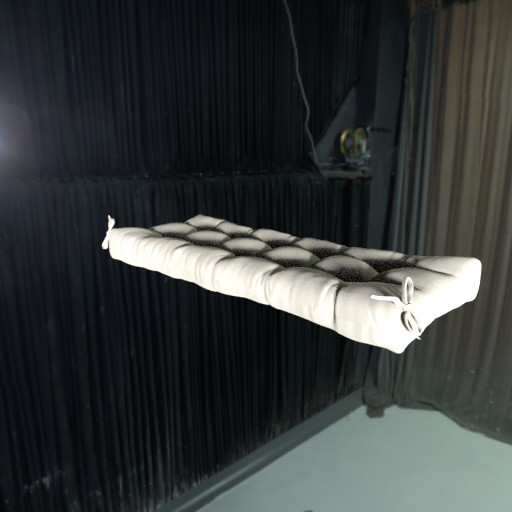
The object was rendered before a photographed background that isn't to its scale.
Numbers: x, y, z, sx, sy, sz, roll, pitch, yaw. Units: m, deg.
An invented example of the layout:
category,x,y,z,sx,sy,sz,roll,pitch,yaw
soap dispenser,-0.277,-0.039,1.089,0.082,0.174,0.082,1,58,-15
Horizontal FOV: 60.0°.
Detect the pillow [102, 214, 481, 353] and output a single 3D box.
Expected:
category,x,y,z,sx,sy,sz,roll,pitch,yaw
pillow,0.000,0.000,1.342,1.194,0.174,0.511,13,19,42
